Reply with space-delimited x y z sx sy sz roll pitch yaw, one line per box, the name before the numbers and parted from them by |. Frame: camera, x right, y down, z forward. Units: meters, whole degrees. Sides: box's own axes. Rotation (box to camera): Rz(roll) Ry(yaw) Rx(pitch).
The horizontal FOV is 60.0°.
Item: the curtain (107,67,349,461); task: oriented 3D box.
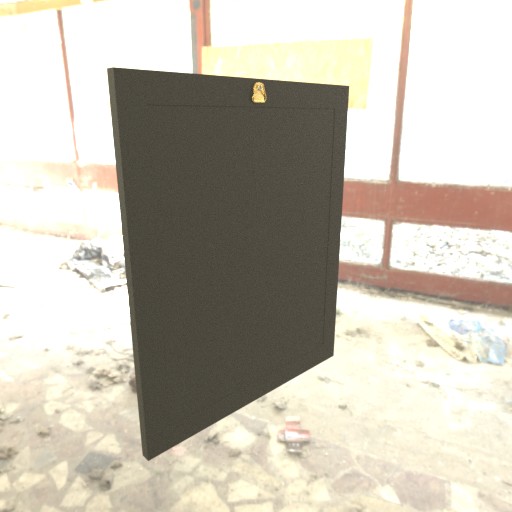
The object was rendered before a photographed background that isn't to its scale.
curtain | 0.000 0.000 0.786 0.483 0.585 0.027 -16 23 -41
